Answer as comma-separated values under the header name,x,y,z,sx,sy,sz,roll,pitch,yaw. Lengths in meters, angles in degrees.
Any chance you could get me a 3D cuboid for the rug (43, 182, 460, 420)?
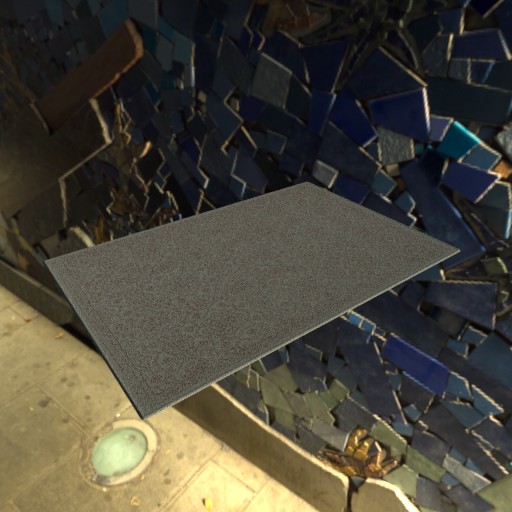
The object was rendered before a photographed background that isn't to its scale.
name,x,y,z,sx,sy,sz,roll,pitch,yaw
rug,0.000,0.000,2.325,1.829,0.010,1.219,-21,37,-31
